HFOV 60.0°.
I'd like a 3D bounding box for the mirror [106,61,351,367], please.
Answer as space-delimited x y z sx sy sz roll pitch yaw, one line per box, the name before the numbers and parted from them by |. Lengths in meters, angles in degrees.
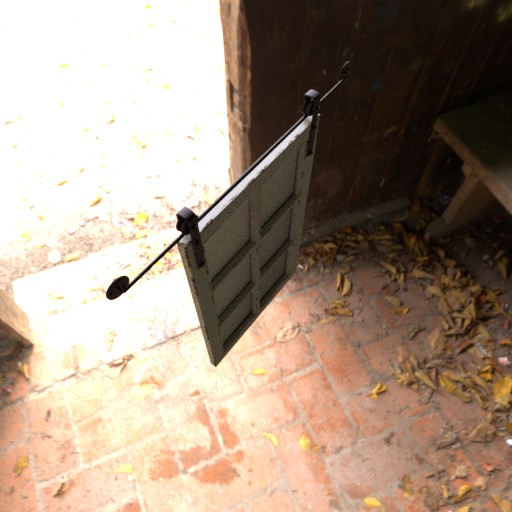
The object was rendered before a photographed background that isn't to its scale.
mirror | 0.000 0.000 1.252 0.037 0.844 0.808 34 65 18
